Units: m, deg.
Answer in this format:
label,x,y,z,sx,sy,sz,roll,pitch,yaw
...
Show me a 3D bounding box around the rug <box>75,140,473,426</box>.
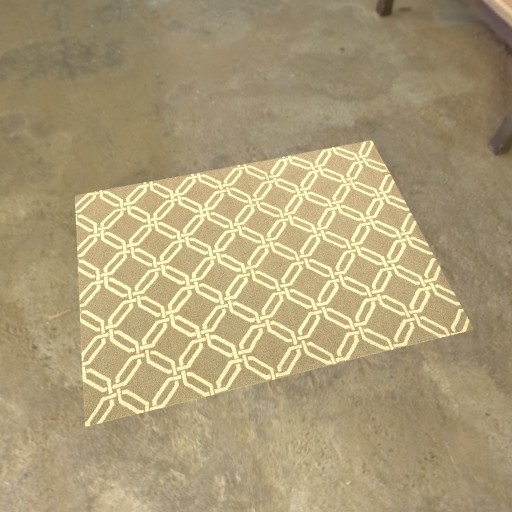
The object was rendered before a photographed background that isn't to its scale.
label,x,y,z,sx,sy,sz,roll,pitch,yaw
rug,0.000,0.000,4.368,3.419,0.020,2.441,-12,59,-7
